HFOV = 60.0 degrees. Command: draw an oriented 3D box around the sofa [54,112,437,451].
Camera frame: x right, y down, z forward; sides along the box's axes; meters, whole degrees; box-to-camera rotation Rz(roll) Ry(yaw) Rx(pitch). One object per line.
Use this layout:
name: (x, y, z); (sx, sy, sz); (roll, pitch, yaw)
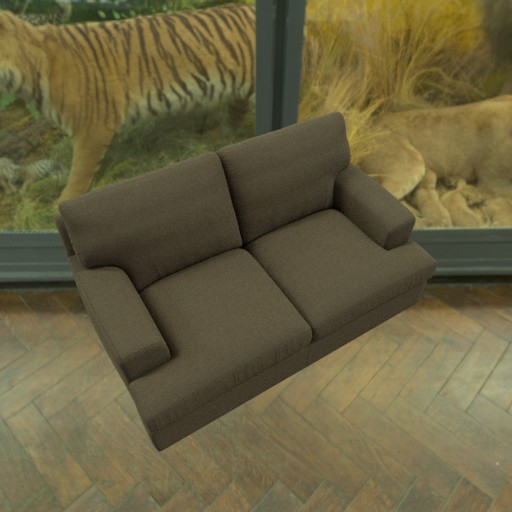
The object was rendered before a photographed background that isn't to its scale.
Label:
sofa: (0.000, 0.000, 2.518); (1.869, 0.950, 1.140); (-24, 51, -21)
